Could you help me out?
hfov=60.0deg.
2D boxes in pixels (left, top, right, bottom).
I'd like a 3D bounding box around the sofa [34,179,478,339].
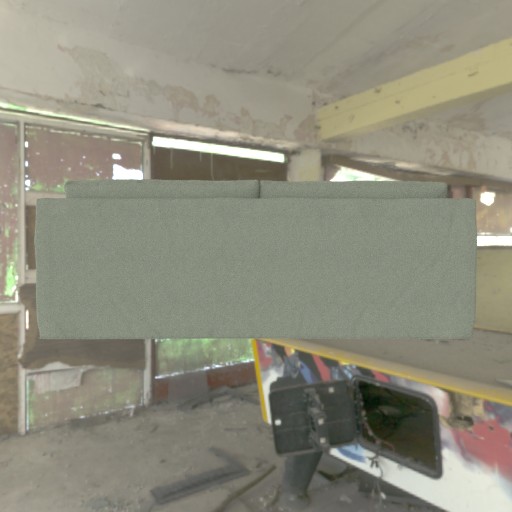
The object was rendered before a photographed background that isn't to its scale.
[{"bbox_3d":[0.000,0.000,2.744,2.312,0.853,0.962,0,0,0],"label":"sofa"}]
